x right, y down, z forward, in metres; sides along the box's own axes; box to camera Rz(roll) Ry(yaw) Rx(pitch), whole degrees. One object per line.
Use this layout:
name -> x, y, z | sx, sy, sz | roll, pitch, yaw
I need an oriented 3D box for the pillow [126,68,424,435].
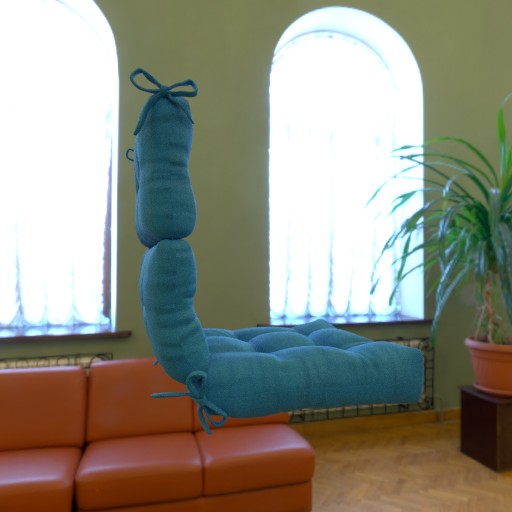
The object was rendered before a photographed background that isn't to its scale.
pillow -> 0.000, 0.000, 1.012 | 0.571, 0.605, 0.519 | 0, -1, -16
